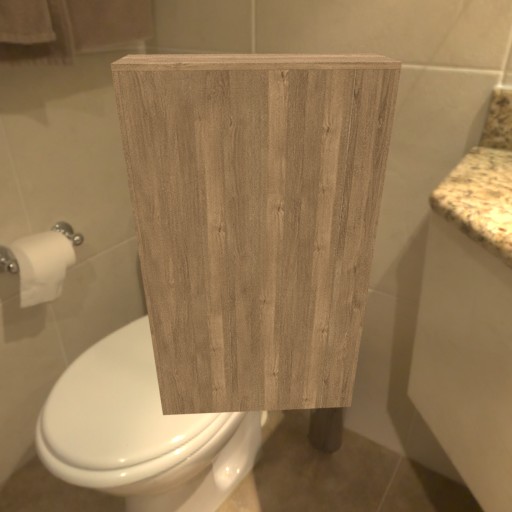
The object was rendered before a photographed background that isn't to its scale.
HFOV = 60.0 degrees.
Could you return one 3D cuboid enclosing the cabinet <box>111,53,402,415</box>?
[{"bbox_3d":[0.000,0.000,1.561,0.750,1.280,0.250,-2,30,-3],"label":"cabinet"}]
